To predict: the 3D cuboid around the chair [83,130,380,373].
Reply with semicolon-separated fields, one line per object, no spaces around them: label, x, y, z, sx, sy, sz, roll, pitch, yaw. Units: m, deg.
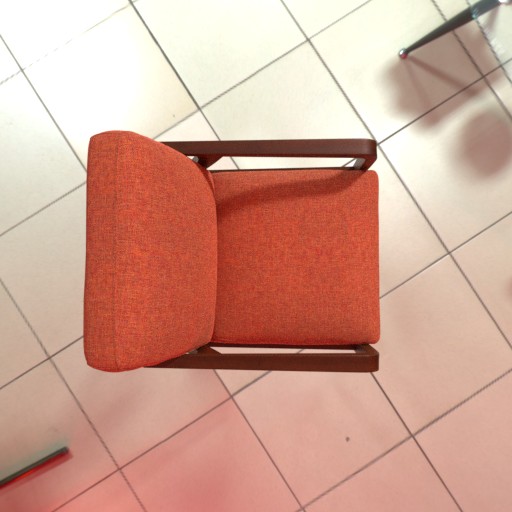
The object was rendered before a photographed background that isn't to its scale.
chair;0.000;0.000;1.490;0.860;0.890;0.719;0;88;0
